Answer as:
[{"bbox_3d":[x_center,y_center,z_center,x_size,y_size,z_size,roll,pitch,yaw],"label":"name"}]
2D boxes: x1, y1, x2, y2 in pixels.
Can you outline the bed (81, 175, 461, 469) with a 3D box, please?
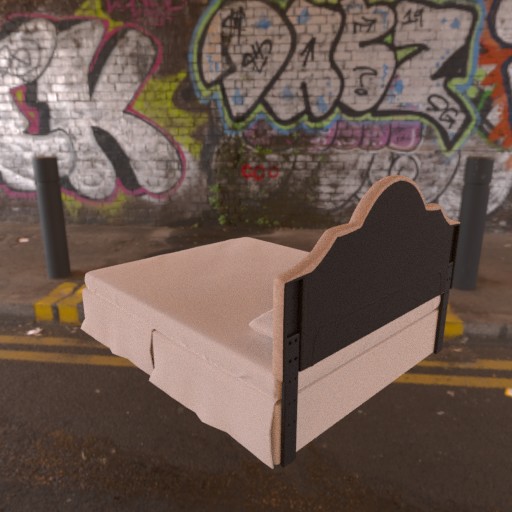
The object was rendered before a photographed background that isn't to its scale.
[{"bbox_3d":[0.000,0.000,2.919,1.667,1.194,1.970,-15,22,-41],"label":"bed"}]
